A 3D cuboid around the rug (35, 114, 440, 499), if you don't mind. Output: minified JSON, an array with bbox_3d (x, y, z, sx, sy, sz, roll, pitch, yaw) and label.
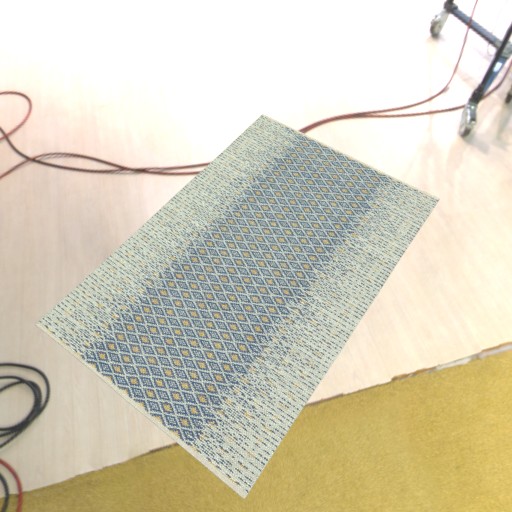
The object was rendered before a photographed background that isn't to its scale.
[{"bbox_3d":[0.000,0.000,2.273,1.219,0.005,1.828,31,62,19],"label":"rug"}]
